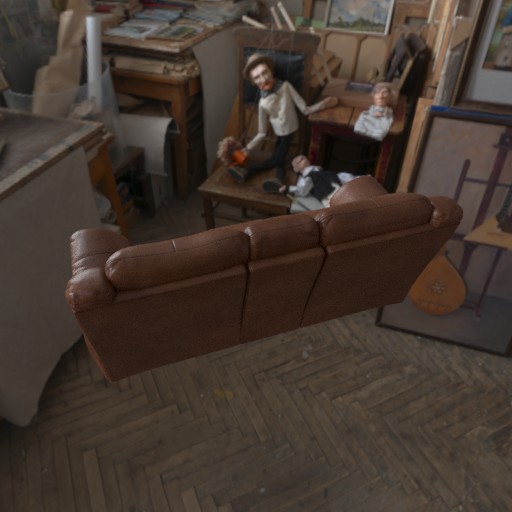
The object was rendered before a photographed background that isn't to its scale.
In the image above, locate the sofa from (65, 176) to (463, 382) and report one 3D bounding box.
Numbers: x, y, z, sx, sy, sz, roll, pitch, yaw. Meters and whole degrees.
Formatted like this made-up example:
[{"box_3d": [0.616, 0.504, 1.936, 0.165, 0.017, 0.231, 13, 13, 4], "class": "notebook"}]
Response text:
[{"box_3d": [0.000, 0.000, 2.641, 2.058, 1.043, 0.991, -13, 43, -14], "class": "sofa"}]
